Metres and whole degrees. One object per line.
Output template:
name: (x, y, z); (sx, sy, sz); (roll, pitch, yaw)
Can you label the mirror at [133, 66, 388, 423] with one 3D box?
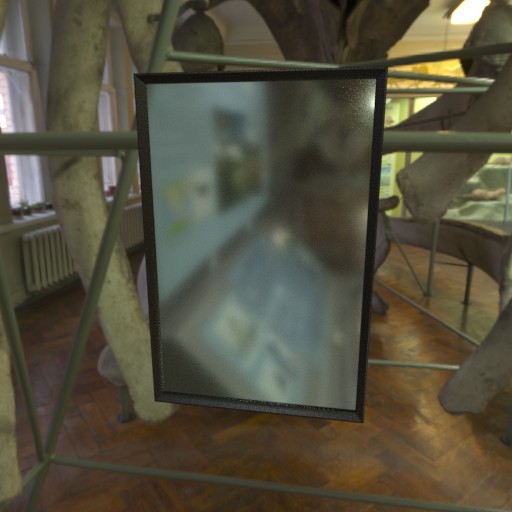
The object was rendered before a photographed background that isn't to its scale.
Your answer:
mirror: (0.000, 0.000, 1.177); (0.609, 0.915, 0.041); (3, 15, 10)
